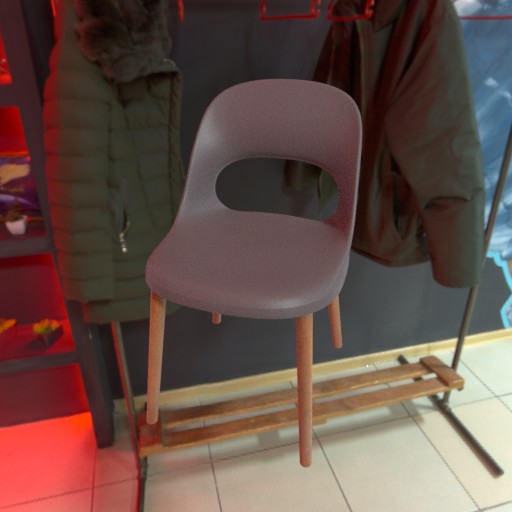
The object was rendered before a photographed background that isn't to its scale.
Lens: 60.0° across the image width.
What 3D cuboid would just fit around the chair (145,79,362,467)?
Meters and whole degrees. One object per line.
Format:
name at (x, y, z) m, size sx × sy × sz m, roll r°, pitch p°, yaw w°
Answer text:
chair at (0.000, 0.000, 1.138) m, size 0.470 × 0.795 × 0.556 m, roll 8°, pitch 29°, yaw 16°
